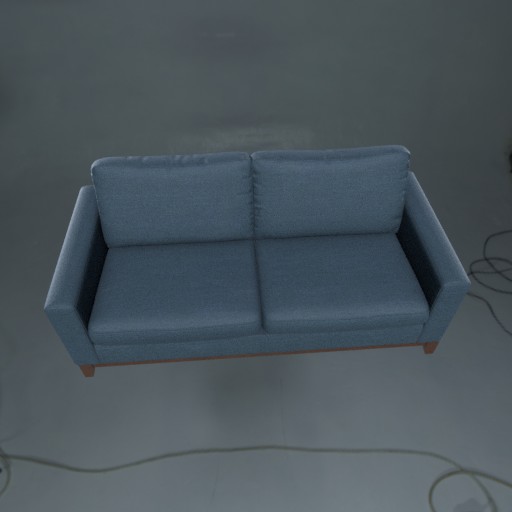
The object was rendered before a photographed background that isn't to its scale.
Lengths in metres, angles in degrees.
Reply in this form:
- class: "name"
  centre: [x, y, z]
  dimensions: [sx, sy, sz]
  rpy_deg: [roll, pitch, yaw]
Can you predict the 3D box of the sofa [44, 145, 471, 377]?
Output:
- class: "sofa"
  centre: [0.000, 0.000, 2.334]
  dimensions: [1.900, 0.865, 0.877]
  rpy_deg: [-3, 47, -3]
